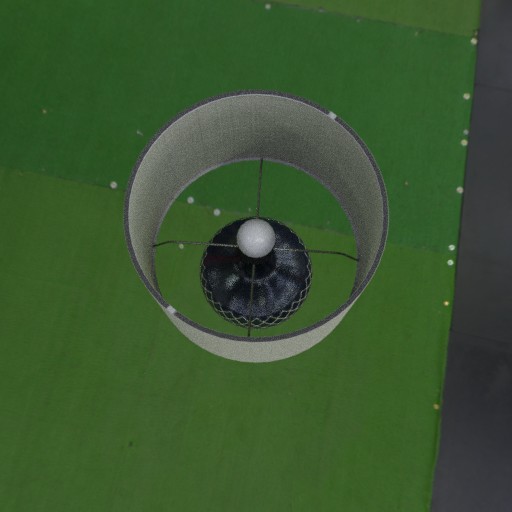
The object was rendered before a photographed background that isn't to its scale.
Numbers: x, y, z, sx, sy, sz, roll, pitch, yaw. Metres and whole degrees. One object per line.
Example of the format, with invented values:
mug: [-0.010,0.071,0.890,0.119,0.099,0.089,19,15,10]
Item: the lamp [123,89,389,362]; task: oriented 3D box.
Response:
lamp: [0.000,0.000,0.805,0.376,0.540,0.376,0,77,0]
